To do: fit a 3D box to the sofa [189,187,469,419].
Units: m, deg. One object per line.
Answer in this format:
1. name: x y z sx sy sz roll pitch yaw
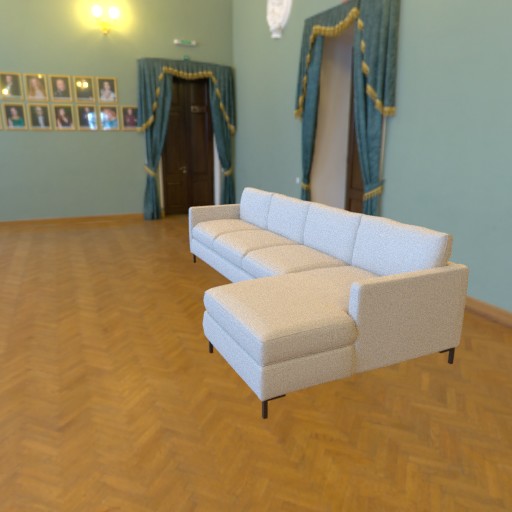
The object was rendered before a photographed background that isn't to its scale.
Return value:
1. sofa: 0.000 0.000 3.296 1.258 0.755 2.731 -7 16 -24
